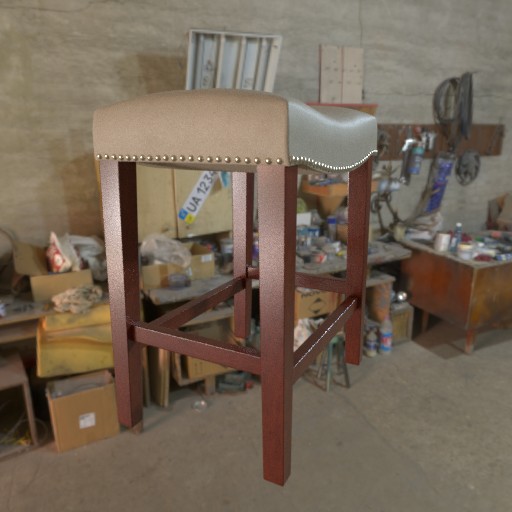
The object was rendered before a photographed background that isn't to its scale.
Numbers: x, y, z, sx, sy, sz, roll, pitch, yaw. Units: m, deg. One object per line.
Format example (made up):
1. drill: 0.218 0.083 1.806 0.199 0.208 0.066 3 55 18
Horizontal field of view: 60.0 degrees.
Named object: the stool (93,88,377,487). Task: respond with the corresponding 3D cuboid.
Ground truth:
1. stool: 0.000 0.000 0.947 0.375 0.632 0.509 8 17 27
